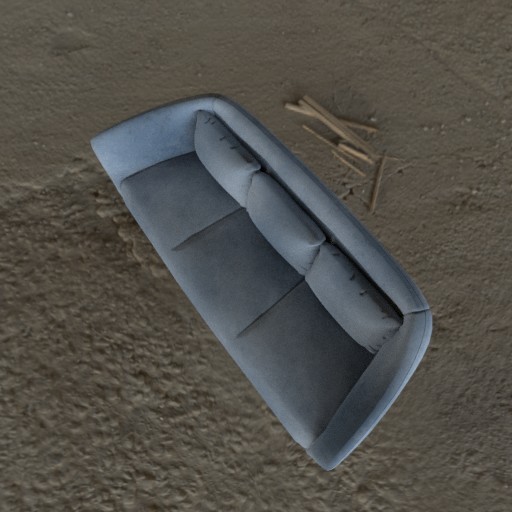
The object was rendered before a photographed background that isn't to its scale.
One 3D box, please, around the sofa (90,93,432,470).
[{"bbox_3d":[0.000,0.000,2.469,0.849,0.795,2.095,-33,68,-16],"label":"sofa"}]
